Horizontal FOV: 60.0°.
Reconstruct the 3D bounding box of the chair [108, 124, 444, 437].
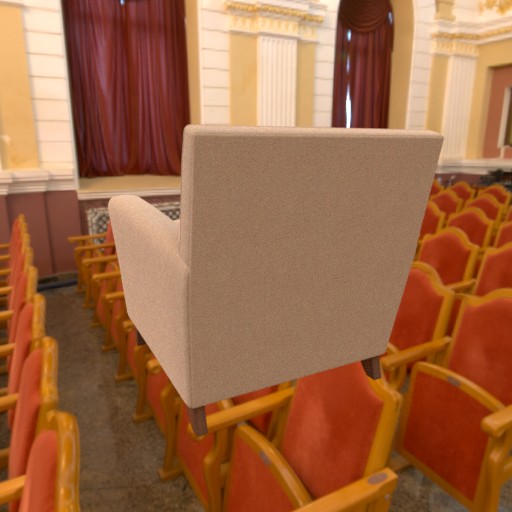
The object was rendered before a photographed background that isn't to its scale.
[{"bbox_3d":[0.000,0.000,1.565,0.840,0.846,0.871,-7,16,-27],"label":"chair"}]
